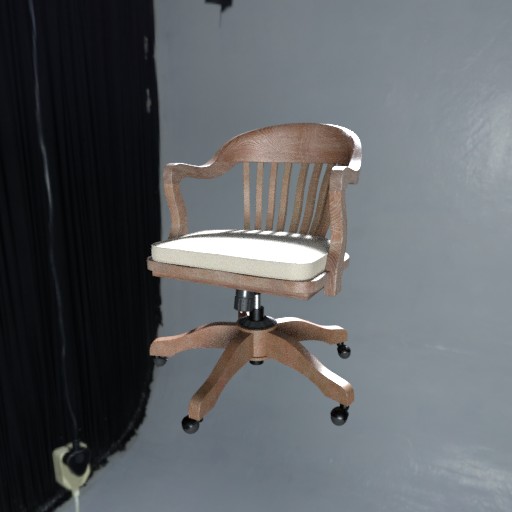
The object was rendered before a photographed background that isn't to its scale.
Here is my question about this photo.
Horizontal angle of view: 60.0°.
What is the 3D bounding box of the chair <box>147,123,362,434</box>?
[{"bbox_3d":[0.000,0.000,1.467,0.750,0.878,0.788,7,15,26],"label":"chair"}]
